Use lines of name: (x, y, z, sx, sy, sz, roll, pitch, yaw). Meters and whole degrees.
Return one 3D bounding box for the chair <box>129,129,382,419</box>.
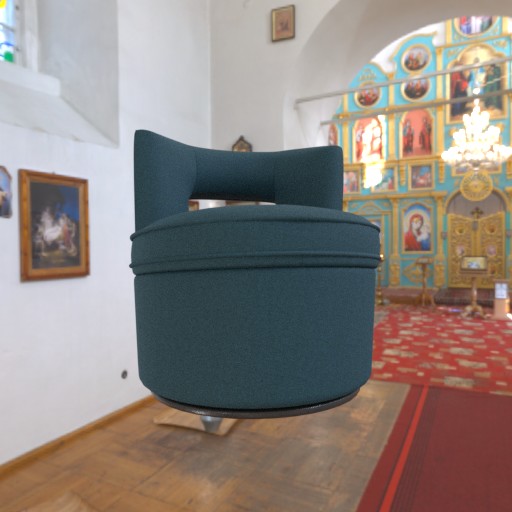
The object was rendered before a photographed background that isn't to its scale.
chair: (0.000, 0.000, 1.241, 0.684, 0.711, 0.660, 0, 1, -18)
